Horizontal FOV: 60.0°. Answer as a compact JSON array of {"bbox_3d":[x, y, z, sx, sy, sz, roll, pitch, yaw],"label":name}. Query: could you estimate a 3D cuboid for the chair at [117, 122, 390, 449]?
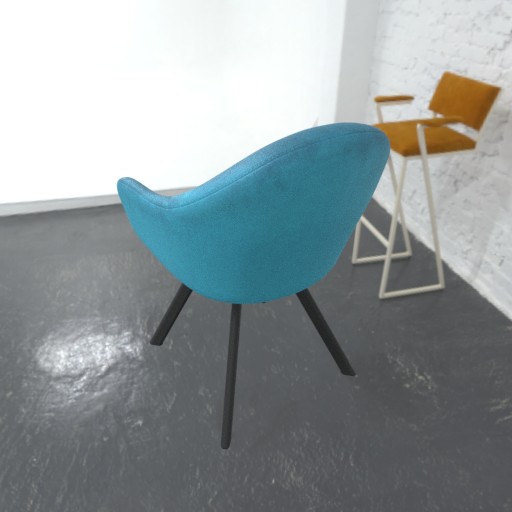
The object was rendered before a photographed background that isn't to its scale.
[{"bbox_3d":[0.000,0.000,1.158,0.540,0.780,0.570,-19,36,-29],"label":"chair"}]
